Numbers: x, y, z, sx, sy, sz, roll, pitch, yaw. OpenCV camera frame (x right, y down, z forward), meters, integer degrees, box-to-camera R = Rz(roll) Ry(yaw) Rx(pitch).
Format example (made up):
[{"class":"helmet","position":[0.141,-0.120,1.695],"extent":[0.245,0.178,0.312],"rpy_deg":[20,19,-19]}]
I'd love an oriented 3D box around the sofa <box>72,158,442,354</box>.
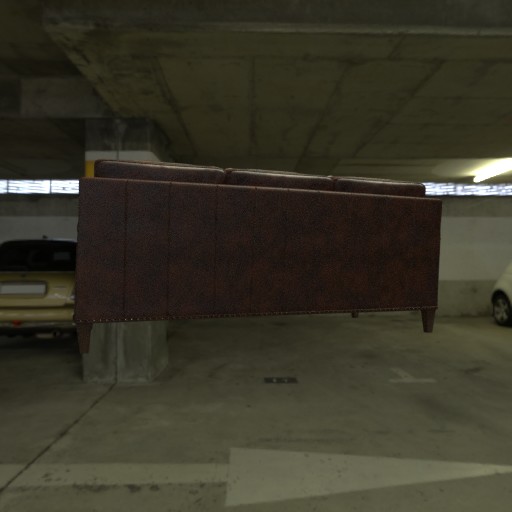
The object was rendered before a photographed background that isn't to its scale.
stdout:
[{"class":"sofa","position":[0.000,0.000,2.956],"extent":[2.240,1.003,1.084],"rpy_deg":[0,-1,-19]}]
